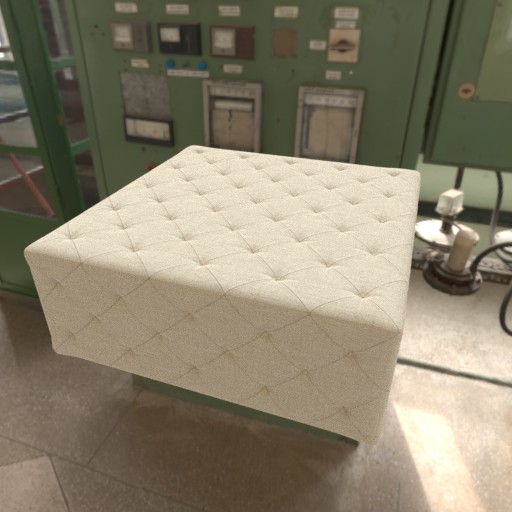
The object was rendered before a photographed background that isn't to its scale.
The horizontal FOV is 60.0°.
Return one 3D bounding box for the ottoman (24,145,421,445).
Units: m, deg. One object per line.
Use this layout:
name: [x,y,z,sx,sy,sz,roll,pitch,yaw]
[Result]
ottoman: [0.000,0.000,1.590,1.028,0.439,1.028,11,33,17]
